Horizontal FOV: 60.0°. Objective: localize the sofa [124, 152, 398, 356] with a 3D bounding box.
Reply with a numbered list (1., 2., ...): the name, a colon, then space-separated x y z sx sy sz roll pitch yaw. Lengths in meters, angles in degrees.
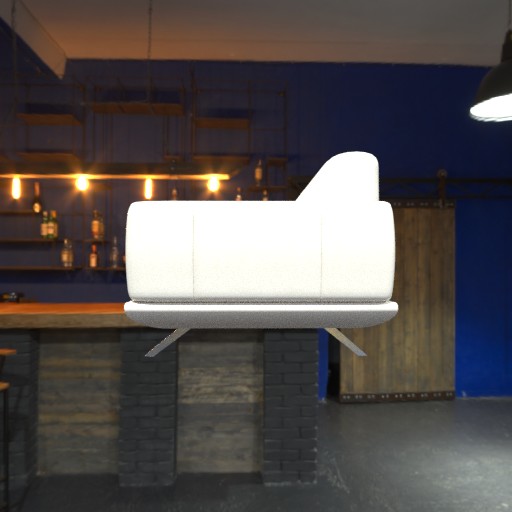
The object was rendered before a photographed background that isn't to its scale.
1. sofa: 0.000 0.000 2.347 0.900 0.772 1.901 0 0 -1
